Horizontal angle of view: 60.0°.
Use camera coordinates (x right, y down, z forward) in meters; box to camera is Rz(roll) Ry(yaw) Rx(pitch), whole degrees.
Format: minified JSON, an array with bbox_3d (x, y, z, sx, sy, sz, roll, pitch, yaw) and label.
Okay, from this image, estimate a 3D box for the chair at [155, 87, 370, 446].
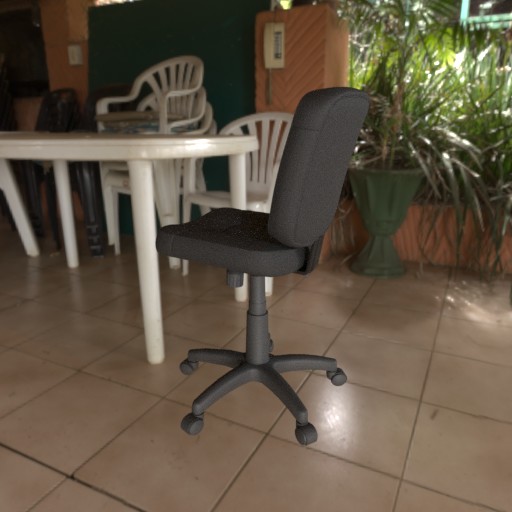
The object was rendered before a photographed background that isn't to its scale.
[{"bbox_3d":[0.000,0.000,1.390,0.610,0.972,0.610,8,18,24],"label":"chair"}]
